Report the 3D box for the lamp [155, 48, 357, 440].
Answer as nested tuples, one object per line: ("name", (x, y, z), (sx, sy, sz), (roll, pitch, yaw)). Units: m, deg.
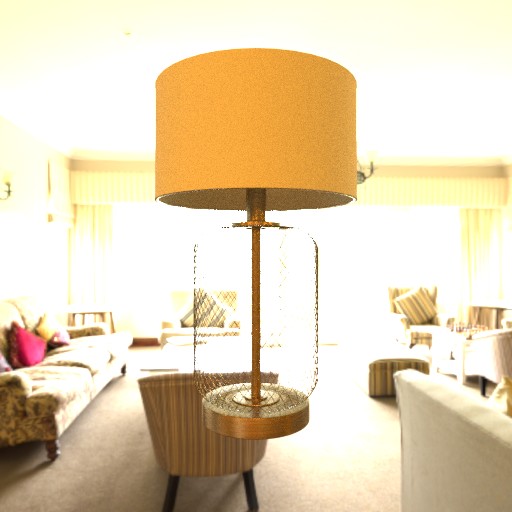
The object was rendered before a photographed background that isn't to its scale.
("lamp", (0.000, 0.000, 0.791), (0.353, 0.578, 0.353), (0, 0, 0))
